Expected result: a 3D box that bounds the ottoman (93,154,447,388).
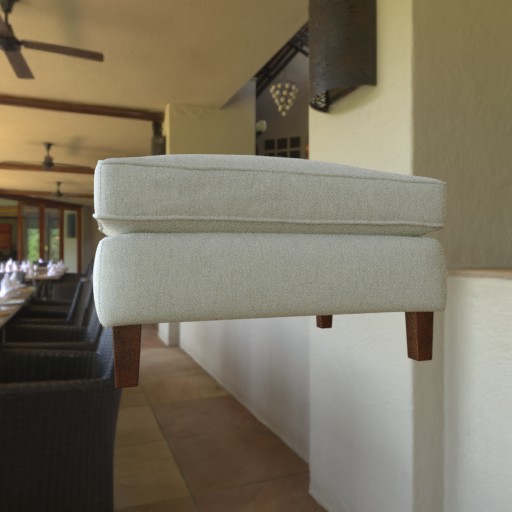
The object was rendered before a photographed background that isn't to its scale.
[{"bbox_3d":[0.000,0.000,0.976,0.665,0.406,0.501,0,0,-18],"label":"ottoman"}]
